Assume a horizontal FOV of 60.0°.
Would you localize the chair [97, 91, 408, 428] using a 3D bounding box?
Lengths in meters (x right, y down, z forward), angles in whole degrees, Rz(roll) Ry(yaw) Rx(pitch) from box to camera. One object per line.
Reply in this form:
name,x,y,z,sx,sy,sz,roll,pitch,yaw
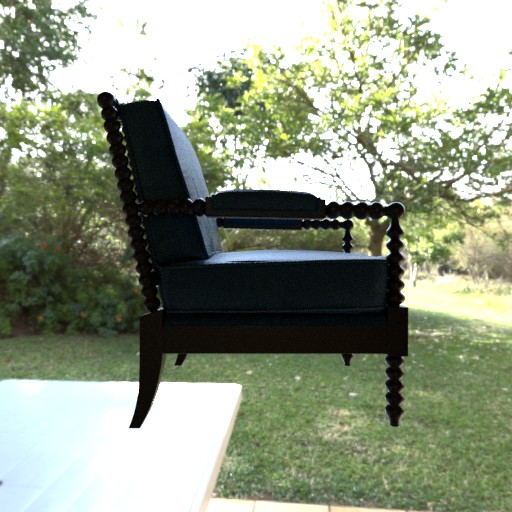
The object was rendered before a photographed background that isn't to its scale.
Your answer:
chair,0.000,0.000,1.425,0.805,0.857,0.688,0,1,0
